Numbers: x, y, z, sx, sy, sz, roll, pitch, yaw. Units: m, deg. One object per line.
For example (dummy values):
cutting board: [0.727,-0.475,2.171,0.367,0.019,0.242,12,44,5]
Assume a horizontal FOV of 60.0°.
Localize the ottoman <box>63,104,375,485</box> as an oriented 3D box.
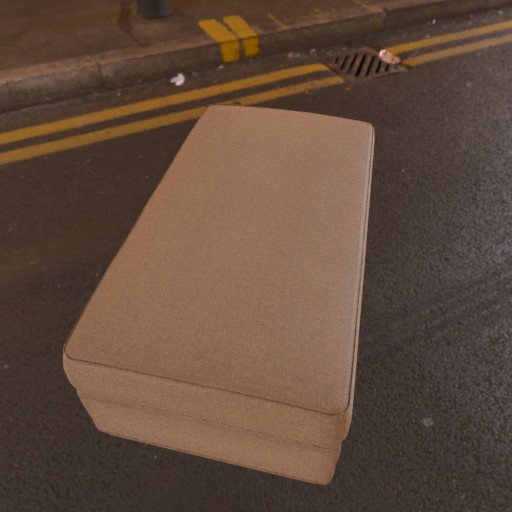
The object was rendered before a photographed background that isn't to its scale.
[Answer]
ottoman: [0.000,0.000,1.348,0.617,0.448,1.097,9,48,9]
